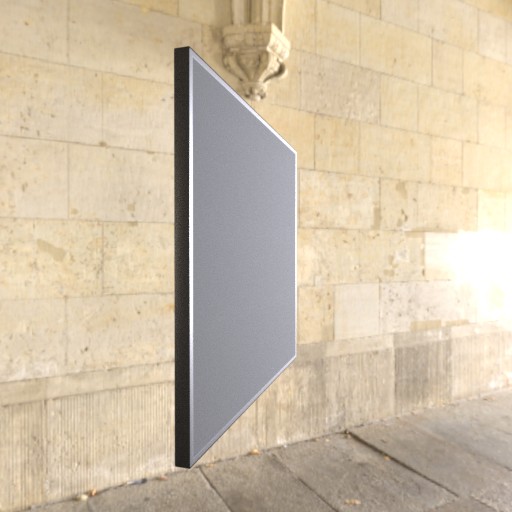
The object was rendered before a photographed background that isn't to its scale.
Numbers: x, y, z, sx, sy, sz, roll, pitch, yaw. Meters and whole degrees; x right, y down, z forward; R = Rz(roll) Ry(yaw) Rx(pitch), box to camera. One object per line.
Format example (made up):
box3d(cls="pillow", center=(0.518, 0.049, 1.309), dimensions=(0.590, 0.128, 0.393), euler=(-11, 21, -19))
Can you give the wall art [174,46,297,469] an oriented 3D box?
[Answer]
box3d(cls="wall art", center=(0.000, 0.000, 0.721), dimensions=(0.018, 0.450, 0.521), euler=(0, 1, 18))
